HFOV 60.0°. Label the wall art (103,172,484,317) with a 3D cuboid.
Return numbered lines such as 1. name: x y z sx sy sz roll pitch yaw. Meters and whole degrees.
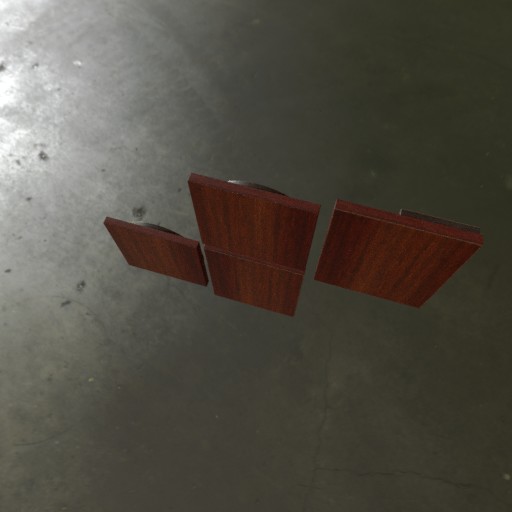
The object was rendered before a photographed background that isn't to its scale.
1. wall art: 0.000 0.000 0.855 0.635 0.497 0.030 15 65 7
